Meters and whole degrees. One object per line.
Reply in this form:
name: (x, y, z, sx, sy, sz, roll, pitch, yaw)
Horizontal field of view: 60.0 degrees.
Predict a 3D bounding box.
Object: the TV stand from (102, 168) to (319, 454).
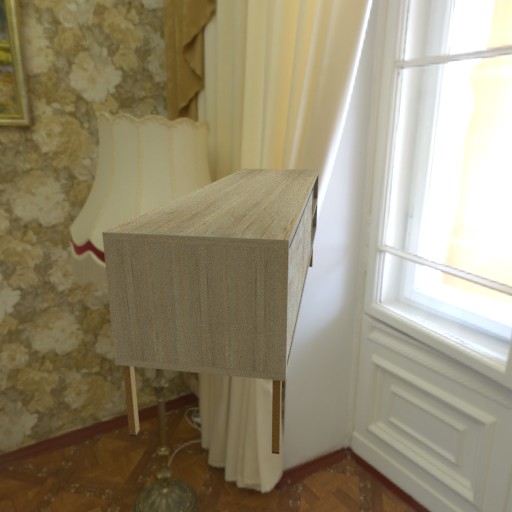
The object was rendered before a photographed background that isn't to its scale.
TV stand: (0.000, 0.000, 1.793, 0.420, 0.550, 1.600, 3, 16, 10)
